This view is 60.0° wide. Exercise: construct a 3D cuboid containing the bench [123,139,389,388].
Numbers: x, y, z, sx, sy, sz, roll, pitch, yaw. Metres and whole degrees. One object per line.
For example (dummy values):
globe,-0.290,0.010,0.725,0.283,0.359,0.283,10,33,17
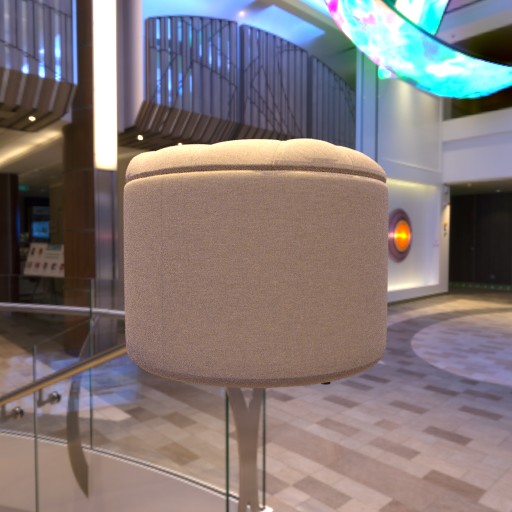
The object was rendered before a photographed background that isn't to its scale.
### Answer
bench,0.000,0.000,1.051,0.600,0.454,0.600,0,2,0
